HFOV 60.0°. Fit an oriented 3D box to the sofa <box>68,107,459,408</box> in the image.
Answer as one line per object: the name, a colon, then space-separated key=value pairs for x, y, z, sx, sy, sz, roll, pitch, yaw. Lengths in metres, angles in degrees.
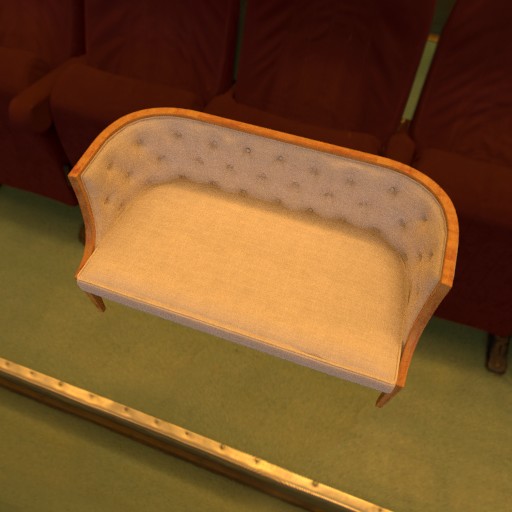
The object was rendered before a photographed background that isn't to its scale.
sofa: x=0.000 y=0.000 z=1.962 sx=1.474 sy=0.775 sz=0.770 roll=17 pitch=60 yaw=10
